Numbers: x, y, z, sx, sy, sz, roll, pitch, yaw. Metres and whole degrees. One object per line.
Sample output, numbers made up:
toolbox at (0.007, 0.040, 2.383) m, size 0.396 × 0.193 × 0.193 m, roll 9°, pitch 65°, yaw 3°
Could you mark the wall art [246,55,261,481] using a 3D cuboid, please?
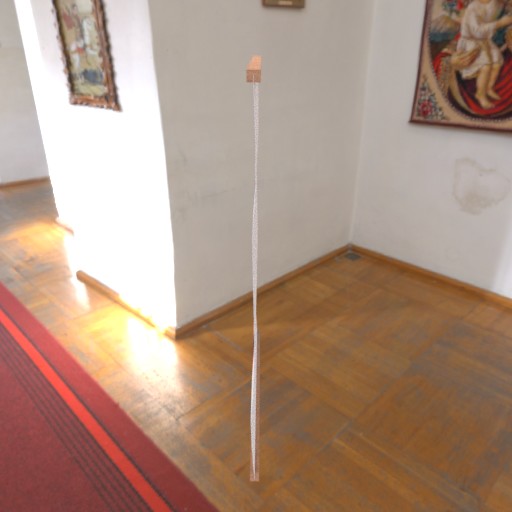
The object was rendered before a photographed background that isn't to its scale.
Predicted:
wall art at (0.000, 0.000, 0.630) m, size 0.012 × 0.508 × 0.332 m, roll 0°, pitch 26°, yaw 1°
